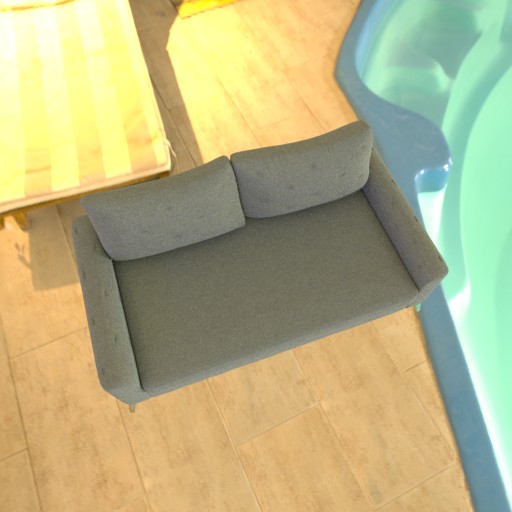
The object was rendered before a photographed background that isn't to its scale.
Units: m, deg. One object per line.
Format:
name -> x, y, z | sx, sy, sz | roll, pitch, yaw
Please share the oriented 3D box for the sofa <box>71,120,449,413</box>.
sofa -> 0.000, 0.000, 2.183 | 1.650, 0.790, 0.920 | -17, 64, -9
